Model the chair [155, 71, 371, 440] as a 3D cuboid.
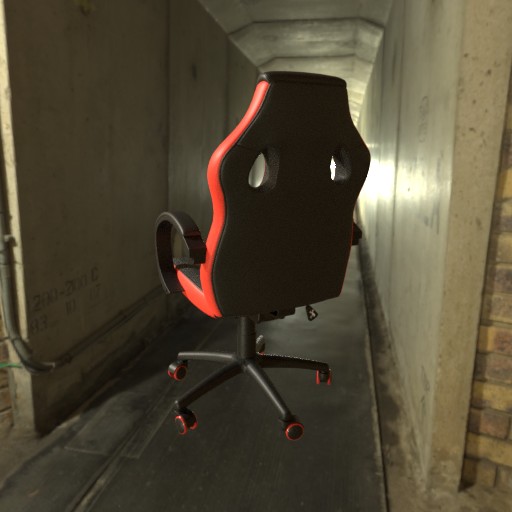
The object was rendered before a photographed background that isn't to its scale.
[{"bbox_3d":[0.000,0.000,1.406,0.600,1.016,0.642,-7,16,-25],"label":"chair"}]
